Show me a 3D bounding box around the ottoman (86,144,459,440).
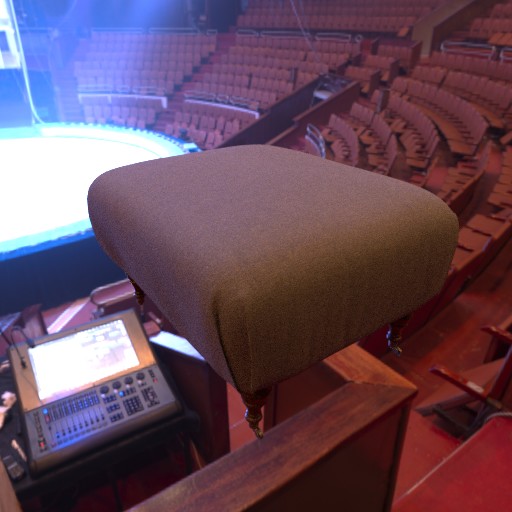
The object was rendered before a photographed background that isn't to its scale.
[{"bbox_3d":[0.000,0.000,1.110,0.622,0.450,0.747,-18,32,-32],"label":"ottoman"}]
